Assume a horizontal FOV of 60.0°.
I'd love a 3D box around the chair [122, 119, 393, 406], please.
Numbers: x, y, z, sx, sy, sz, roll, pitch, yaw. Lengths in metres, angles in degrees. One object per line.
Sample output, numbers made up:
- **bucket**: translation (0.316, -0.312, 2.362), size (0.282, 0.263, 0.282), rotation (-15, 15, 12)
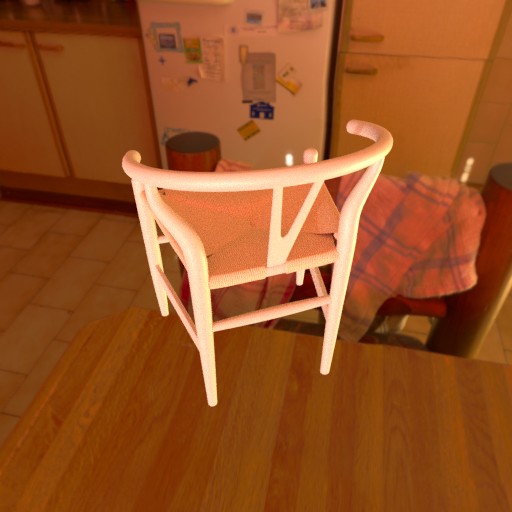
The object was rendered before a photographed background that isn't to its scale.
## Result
- **chair**: translation (0.000, 0.000, 1.090), size (0.533, 0.736, 0.500), rotation (-12, 41, -14)
